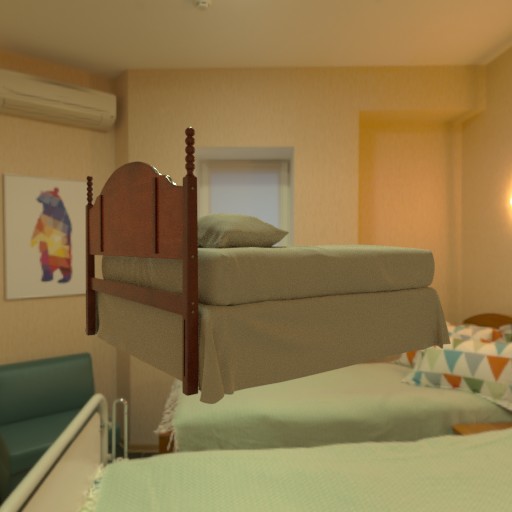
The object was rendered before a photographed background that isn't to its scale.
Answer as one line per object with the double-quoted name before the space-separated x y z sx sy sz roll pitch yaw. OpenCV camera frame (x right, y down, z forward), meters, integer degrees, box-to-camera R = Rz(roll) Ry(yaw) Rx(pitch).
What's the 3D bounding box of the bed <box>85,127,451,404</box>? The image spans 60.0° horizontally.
"bed" 0.000 0.000 3.628 2.219 1.355 2.322 -1 1 -35
